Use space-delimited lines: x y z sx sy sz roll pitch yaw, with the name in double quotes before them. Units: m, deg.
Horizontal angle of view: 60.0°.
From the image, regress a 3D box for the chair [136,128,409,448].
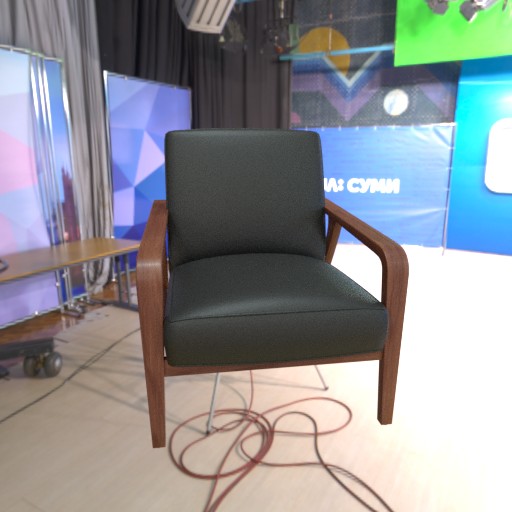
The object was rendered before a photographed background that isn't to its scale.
"chair" 0.000 0.000 1.521 0.719 0.861 0.889 -2 15 -9
